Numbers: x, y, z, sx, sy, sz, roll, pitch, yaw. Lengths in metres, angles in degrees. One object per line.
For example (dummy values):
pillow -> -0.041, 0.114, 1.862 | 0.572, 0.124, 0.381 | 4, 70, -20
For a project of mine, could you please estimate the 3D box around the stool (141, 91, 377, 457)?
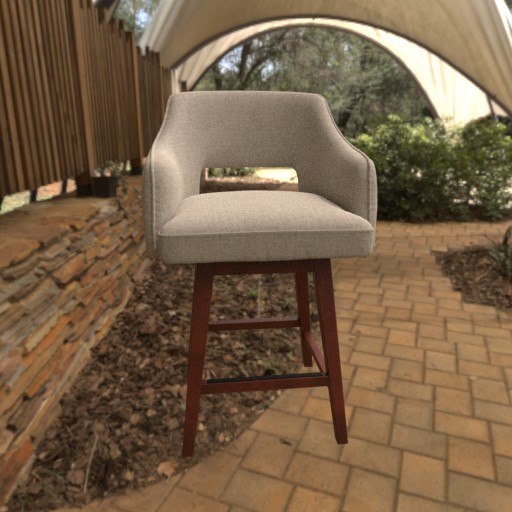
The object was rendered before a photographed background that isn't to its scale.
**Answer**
stool -> 0.000, 0.000, 1.296 | 0.599, 0.944, 0.558 | -2, 16, -6
